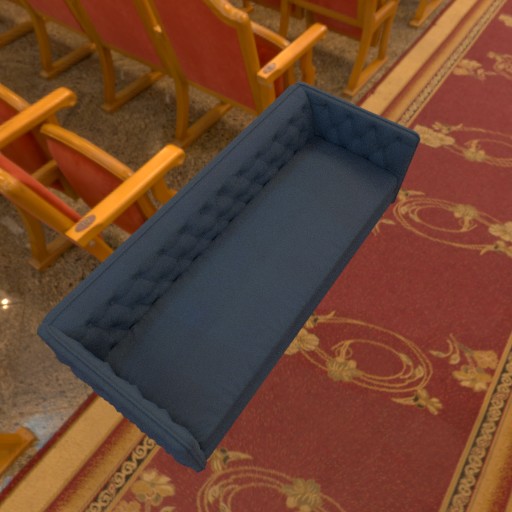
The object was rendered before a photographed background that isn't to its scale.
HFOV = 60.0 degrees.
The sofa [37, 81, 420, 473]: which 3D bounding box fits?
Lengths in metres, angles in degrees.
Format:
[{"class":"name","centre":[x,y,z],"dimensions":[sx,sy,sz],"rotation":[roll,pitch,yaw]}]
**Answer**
[{"class":"sofa","centre":[0.000,0.000,2.598],"dimensions":[0.895,0.771,2.209],"rotation":[31,63,18]}]
